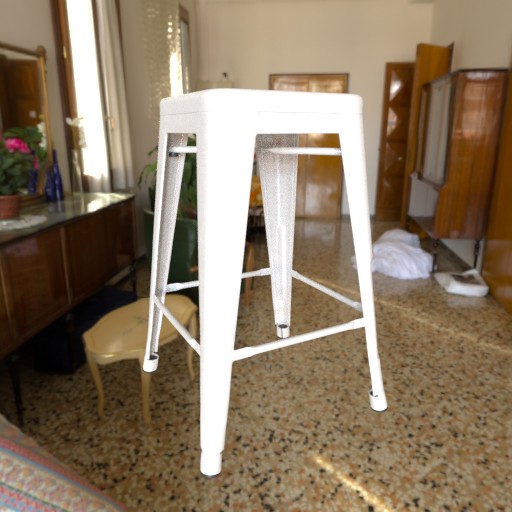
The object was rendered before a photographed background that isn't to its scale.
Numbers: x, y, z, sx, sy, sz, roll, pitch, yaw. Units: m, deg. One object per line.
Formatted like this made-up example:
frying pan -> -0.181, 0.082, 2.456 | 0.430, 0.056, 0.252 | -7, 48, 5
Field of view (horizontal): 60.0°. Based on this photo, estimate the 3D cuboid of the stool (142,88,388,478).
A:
stool -> 0.000, 0.000, 0.898 | 0.406, 0.610, 0.406 | -8, 18, -27
